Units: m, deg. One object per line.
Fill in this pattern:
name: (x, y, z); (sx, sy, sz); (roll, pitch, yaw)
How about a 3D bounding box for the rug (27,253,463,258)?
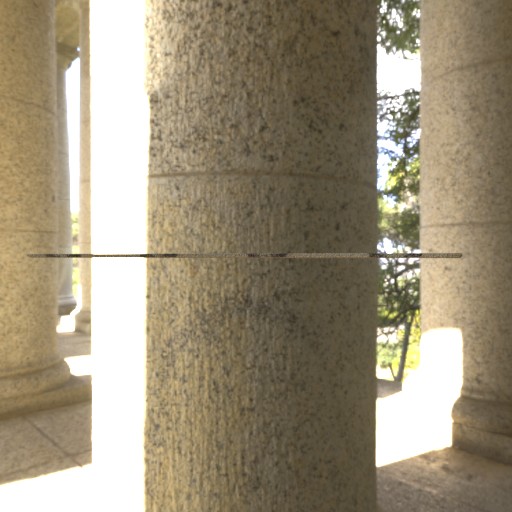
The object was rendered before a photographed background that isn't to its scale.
rug: (0.000, 0.000, 3.441); (2.701, 0.026, 1.801); (0, 0, 17)
